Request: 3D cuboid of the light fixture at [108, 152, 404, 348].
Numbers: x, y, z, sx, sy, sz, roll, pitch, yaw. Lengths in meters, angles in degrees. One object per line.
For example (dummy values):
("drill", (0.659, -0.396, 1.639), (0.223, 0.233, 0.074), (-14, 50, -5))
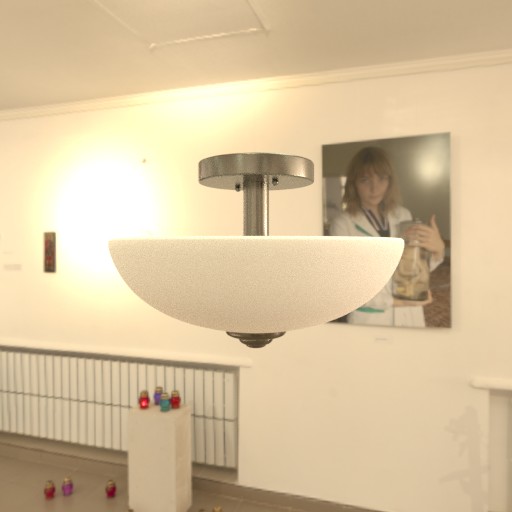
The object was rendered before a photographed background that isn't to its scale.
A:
("light fixture", (0.000, 0.000, 0.520), (0.330, 0.214, 0.330), (0, 1, 0))
